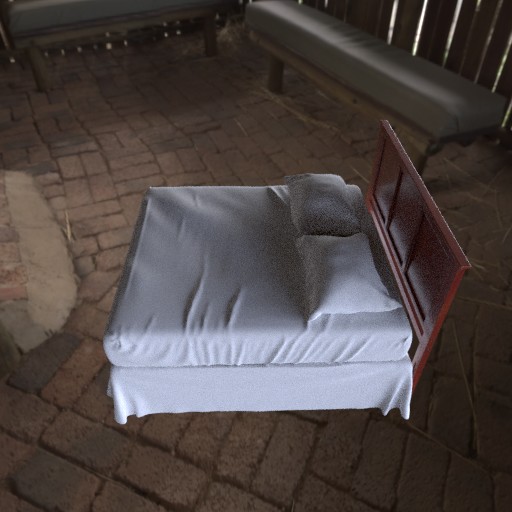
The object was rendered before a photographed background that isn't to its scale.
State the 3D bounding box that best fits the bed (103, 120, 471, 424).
[{"bbox_3d":[0.000,0.000,3.147,2.050,1.270,1.870,-1,41,-1],"label":"bed"}]
